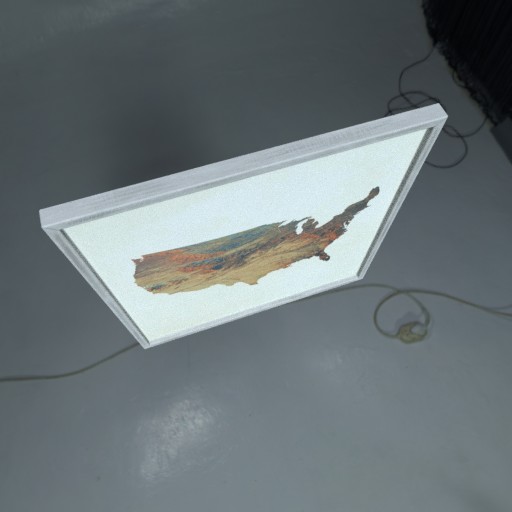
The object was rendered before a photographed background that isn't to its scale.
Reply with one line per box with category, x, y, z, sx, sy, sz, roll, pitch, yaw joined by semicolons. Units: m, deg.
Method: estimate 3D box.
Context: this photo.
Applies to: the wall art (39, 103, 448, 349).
wall art;0.000;0.000;0.451;0.303;0.303;0.015;-17;64;-8
